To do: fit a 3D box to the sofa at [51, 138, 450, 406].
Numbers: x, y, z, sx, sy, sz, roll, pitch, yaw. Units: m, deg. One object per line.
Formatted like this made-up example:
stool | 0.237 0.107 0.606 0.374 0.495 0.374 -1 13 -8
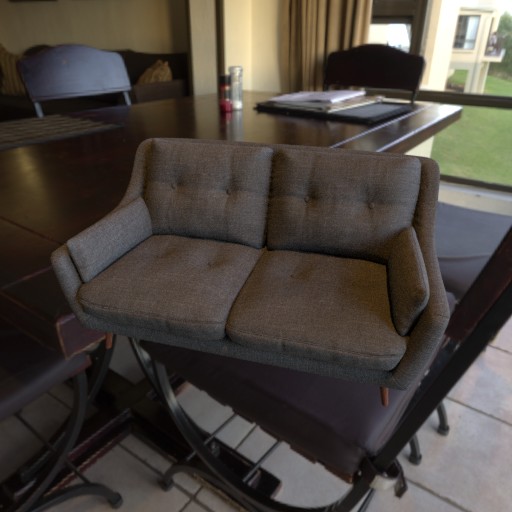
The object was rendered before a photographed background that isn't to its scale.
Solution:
sofa | 0.000 0.000 2.129 1.646 0.887 0.976 8 29 14
